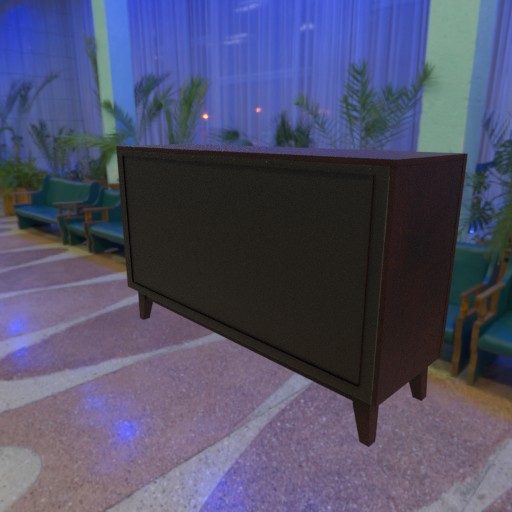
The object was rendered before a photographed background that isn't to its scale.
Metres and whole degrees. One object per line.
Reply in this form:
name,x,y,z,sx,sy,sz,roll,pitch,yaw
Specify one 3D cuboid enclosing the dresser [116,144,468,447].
dresser,0.000,0.000,2.065,0.499,0.971,1.609,-15,21,-42
